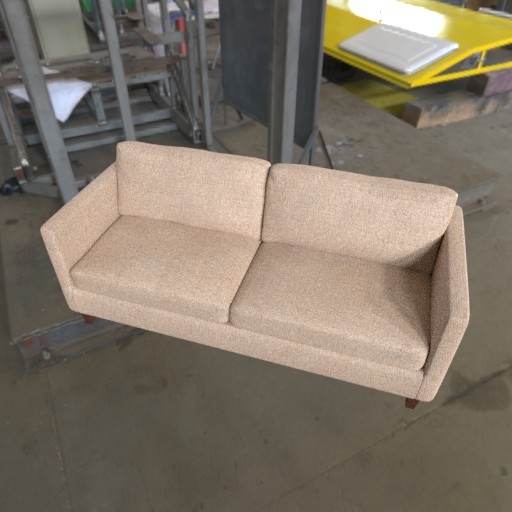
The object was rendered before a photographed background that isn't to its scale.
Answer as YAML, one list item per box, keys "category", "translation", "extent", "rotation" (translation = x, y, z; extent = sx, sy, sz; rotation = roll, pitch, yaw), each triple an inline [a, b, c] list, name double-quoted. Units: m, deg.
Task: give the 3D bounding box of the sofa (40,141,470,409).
- category: "sofa"
  translation: [0.000, 0.000, 2.627]
  extent: [2.208, 0.965, 0.951]
  rotation: [12, 42, 13]
